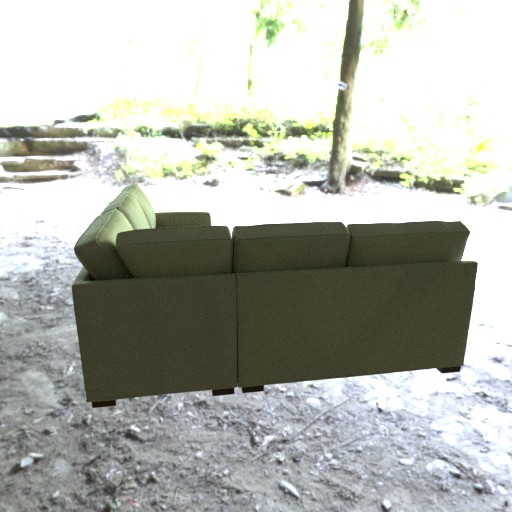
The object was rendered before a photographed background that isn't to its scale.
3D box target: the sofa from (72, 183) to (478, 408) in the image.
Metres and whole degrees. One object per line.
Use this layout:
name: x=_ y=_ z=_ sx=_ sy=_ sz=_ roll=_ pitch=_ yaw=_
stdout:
sofa: x=0.000 y=0.000 z=3.395 sx=2.182 sy=0.939 sz=2.189 roll=-3 pitch=17 yaw=-9
